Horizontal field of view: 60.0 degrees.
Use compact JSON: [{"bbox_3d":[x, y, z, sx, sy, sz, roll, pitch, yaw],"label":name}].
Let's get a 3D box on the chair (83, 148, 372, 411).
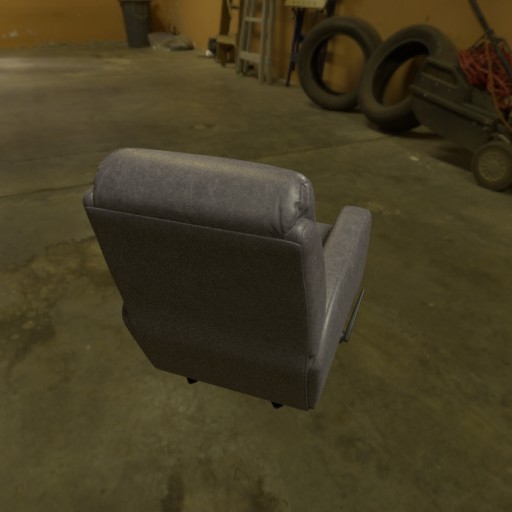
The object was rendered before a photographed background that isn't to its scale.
[{"bbox_3d":[0.000,0.000,1.799,0.865,1.067,1.067,11,33,17],"label":"chair"}]
